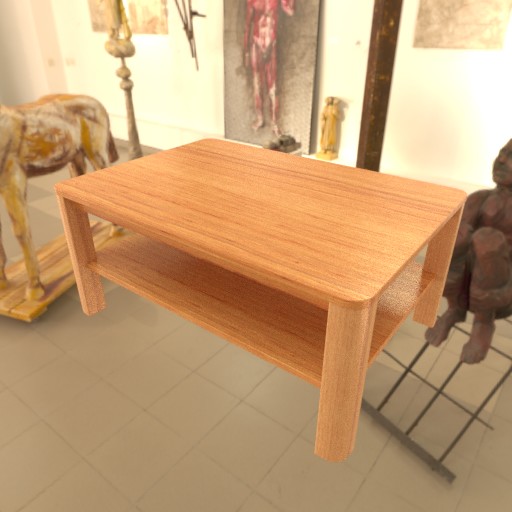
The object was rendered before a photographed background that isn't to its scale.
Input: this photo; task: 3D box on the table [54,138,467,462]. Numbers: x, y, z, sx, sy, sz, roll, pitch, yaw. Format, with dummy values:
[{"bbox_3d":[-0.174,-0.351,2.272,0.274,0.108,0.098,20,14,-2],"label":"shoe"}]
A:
[{"bbox_3d":[0.000,0.000,1.380,0.997,0.445,0.696,20,35,32],"label":"table"}]
